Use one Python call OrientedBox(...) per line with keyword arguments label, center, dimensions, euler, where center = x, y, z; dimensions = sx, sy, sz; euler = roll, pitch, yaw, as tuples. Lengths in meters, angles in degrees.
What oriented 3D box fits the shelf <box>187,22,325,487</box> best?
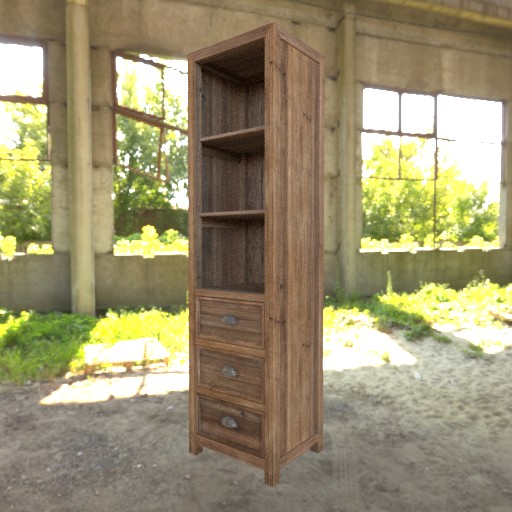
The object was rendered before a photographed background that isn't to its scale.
OrientedBox(label="shelf", center=(0.000, 0.000, 2.122), dimensions=(0.500, 1.900, 0.428), euler=(1, 2, 37))
